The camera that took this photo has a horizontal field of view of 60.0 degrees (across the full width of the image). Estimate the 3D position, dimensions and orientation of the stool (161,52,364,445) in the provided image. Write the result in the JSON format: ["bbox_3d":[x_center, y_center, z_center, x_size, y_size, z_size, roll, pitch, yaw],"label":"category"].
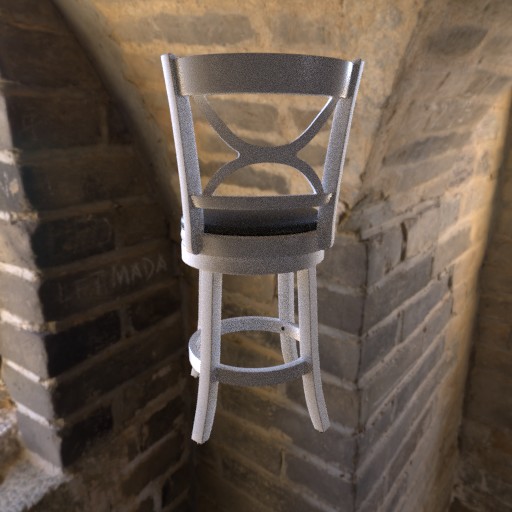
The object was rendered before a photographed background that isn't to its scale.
[{"bbox_3d":[0.000,0.000,1.209,0.444,0.953,0.508,-2,14,-8],"label":"stool"}]
